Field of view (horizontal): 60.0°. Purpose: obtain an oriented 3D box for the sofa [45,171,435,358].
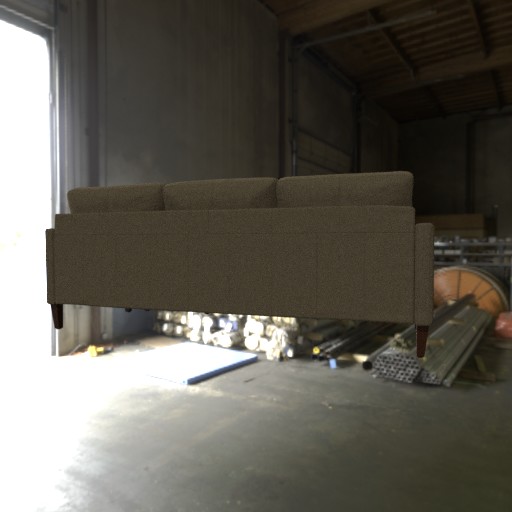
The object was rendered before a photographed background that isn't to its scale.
[{"bbox_3d":[0.000,0.000,3.005,2.178,0.875,1.506,1,2,19],"label":"sofa"}]
